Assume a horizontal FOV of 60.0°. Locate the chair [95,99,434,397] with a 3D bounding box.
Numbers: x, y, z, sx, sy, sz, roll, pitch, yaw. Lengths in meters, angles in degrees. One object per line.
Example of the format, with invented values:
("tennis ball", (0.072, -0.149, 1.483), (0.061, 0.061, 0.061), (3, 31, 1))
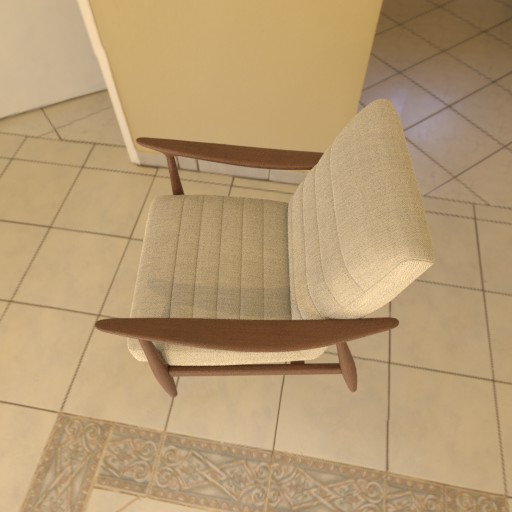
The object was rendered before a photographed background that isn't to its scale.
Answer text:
("chair", (0.000, 0.000, 1.436), (0.798, 0.832, 0.741), (0, 57, 0))
